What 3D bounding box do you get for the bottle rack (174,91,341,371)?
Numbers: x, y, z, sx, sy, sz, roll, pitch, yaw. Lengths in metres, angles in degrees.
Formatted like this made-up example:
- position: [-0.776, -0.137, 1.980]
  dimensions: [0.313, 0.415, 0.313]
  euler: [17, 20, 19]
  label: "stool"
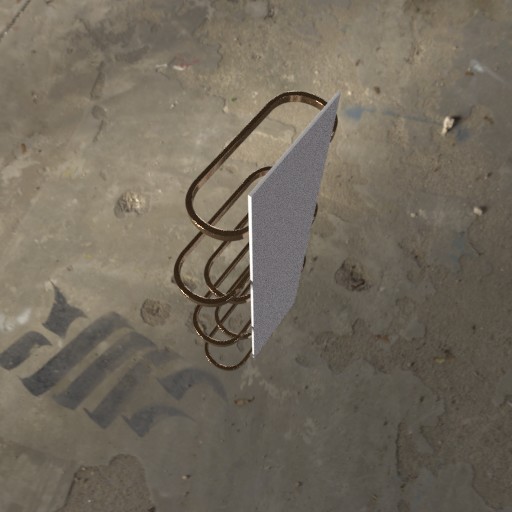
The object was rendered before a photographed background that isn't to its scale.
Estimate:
- position: [0.000, 0.000, 0.827]
  dimensions: [0.118, 0.709, 0.332]
  euler: [33, 68, 15]
  label: "bottle rack"
